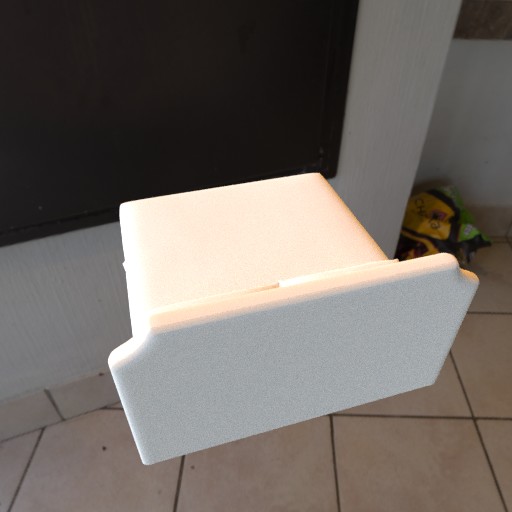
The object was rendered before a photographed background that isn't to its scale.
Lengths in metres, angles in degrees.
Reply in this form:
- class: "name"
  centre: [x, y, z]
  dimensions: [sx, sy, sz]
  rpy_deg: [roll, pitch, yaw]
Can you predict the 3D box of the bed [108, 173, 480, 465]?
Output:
- class: "bed"
  centre: [0.000, 0.000, 3.466]
  dimensions: [2.160, 1.301, 2.204]
  rpy_deg: [-11, 42, -12]
